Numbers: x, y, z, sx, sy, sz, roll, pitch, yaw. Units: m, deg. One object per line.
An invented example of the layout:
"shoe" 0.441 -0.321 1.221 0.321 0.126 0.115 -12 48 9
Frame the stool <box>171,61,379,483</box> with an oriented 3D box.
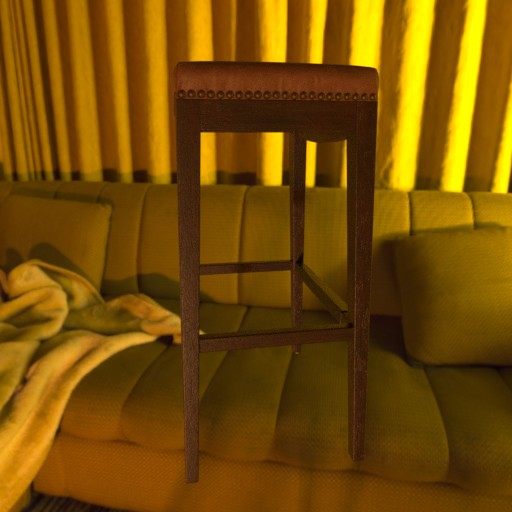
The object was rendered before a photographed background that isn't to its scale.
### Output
"stool" 0.000 0.000 1.013 0.361 0.759 0.500 -3 16 -10
